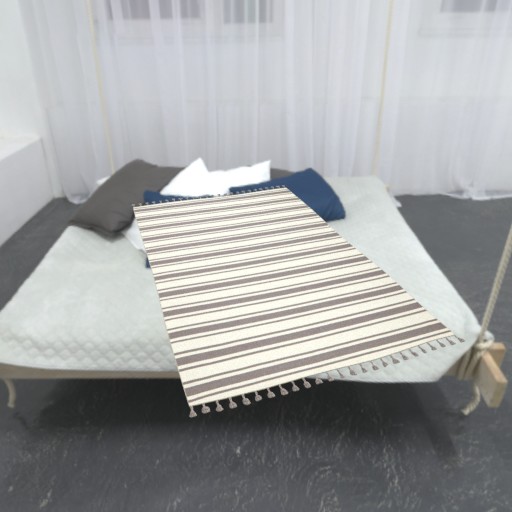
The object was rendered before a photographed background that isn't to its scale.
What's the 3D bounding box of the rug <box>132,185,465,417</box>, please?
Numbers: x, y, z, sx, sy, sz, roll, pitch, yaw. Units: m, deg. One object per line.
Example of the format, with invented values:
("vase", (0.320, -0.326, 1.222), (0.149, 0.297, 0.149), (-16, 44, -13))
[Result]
("rug", (0.000, 0.000, 2.610), (1.229, 0.011, 2.096), (-10, 31, -17))
